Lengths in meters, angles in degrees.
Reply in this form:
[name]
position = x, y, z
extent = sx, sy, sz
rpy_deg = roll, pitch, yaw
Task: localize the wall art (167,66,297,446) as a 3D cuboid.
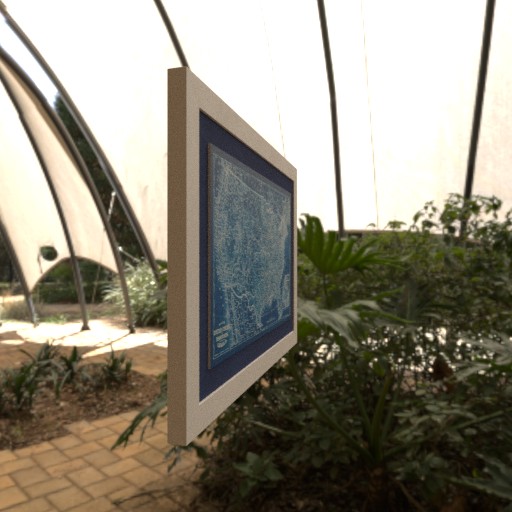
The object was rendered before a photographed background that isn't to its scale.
[wall art]
position = 0.000, 0.000, 1.685
extent = 0.051, 0.902, 1.308
rpy_deg = 0, 0, 17
